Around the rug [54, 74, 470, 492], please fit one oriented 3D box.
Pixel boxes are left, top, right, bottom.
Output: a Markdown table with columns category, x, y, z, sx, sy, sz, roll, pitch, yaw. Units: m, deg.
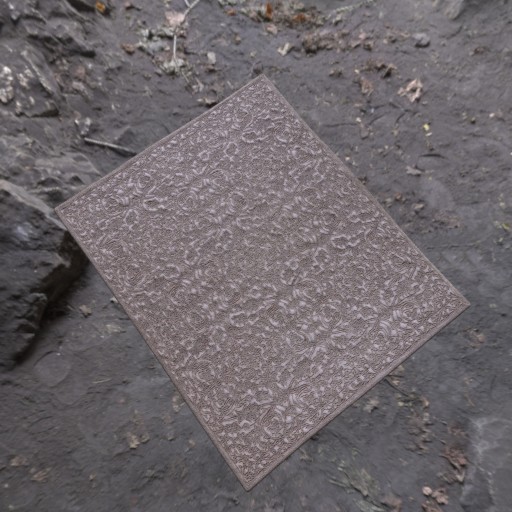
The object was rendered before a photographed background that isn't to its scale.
| category | x | y | z | sx | sy | sz | roll | pitch | yaw |
| --- | --- | --- | --- | --- | --- | --- | --- | --- | --- |
| rug | 0.000 | 0.000 | 4.022 | 2.472 | 0.035 | 3.017 | -36 | 78 | -9 |
